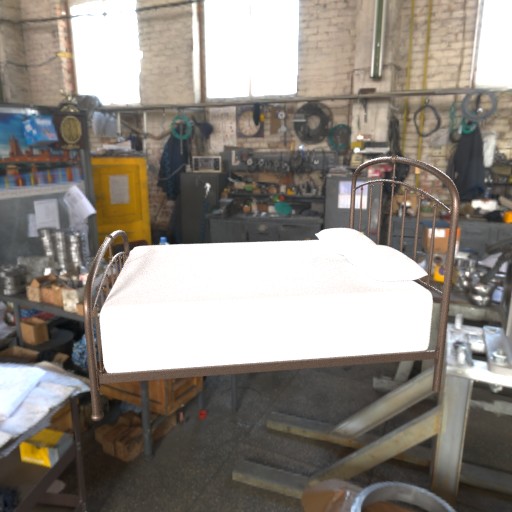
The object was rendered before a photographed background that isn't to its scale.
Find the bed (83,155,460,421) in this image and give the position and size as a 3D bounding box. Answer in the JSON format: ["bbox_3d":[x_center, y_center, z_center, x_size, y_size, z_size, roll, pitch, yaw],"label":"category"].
[{"bbox_3d":[0.000,0.000,3.331,2.168,1.475,1.711,-2,14,-8],"label":"bed"}]
